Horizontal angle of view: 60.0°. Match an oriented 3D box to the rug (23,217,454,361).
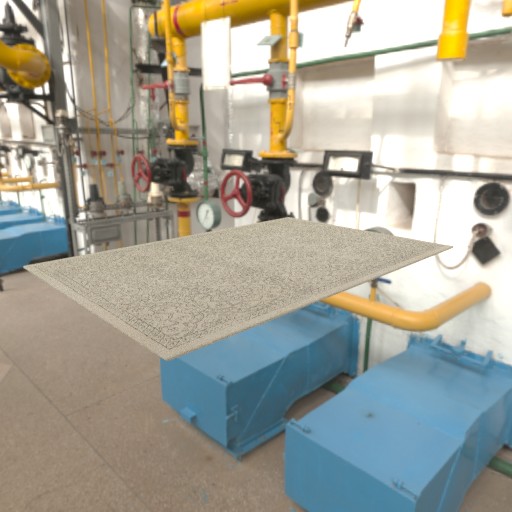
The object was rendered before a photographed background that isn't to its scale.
[{"bbox_3d":[0.000,0.000,2.237,1.829,0.010,1.219,-14,21,-42],"label":"rug"}]
